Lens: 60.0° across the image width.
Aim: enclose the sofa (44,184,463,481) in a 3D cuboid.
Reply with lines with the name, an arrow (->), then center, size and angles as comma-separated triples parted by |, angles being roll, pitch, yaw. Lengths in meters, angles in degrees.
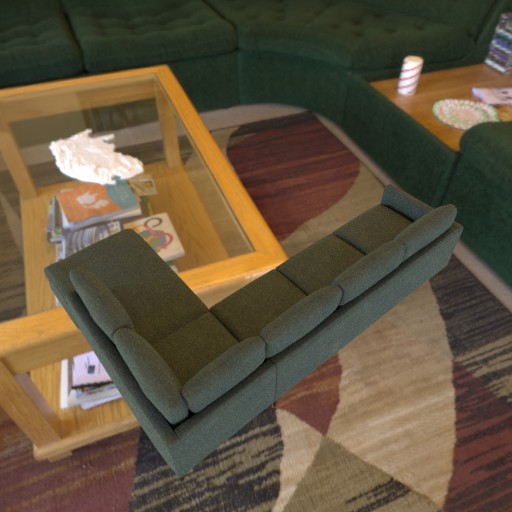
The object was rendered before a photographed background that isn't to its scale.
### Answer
sofa -> 0.000, 0.000, 3.760 | 2.949, 0.815, 2.007 | -30, 53, -26
